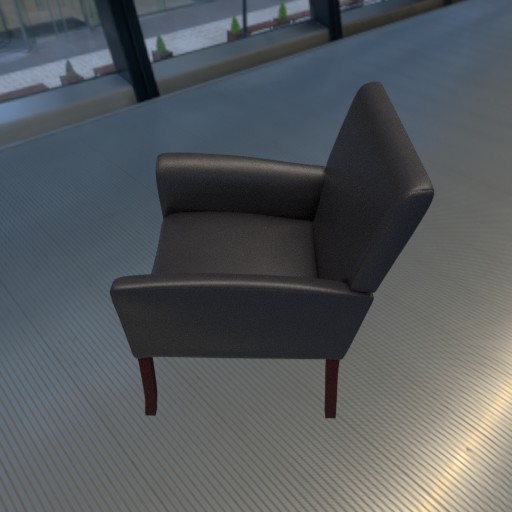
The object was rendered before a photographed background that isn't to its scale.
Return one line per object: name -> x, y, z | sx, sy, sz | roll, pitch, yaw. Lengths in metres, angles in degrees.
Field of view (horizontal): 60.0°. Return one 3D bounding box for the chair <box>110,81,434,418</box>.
chair -> 0.000, 0.000, 1.481 | 0.772, 0.951, 0.683 | 1, 42, 1
